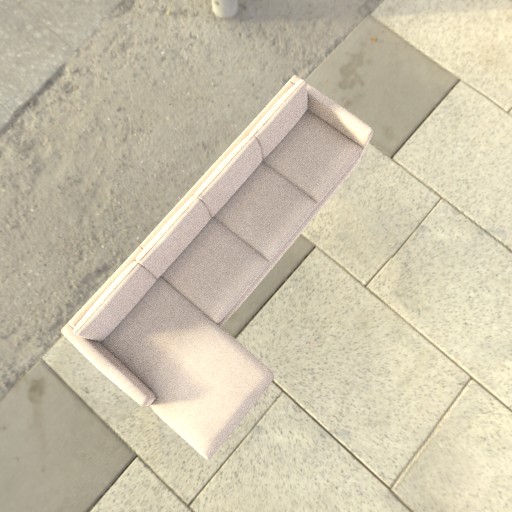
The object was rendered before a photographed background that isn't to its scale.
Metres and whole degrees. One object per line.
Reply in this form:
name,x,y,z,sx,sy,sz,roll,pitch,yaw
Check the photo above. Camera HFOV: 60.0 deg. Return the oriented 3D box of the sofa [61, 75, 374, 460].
sofa,0.000,0.000,3.699,1.469,0.816,2.923,38,79,9
